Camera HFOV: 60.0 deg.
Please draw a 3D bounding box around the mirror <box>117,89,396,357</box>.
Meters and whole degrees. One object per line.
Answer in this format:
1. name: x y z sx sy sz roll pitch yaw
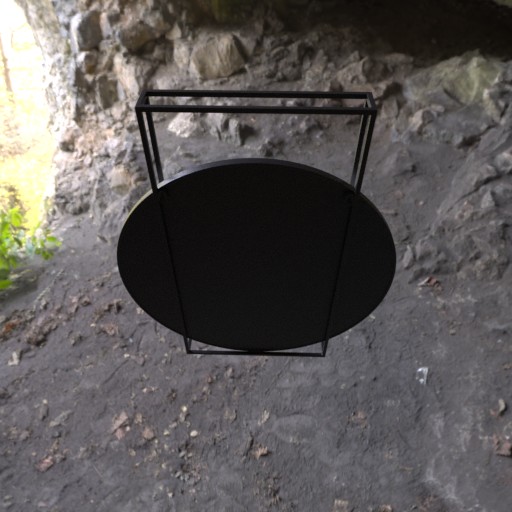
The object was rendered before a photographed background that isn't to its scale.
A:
1. mirror: 0.000 0.000 0.808 0.508 0.603 0.051 1 46 1
